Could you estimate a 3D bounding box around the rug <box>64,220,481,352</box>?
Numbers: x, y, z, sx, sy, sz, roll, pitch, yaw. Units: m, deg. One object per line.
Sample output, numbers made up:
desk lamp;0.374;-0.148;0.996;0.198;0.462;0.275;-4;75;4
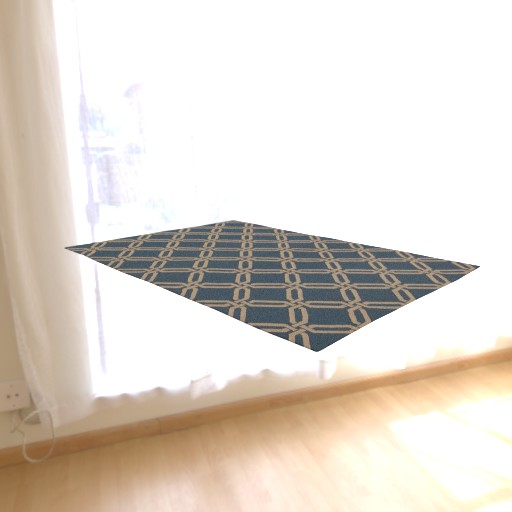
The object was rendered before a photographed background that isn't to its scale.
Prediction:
rug;0.000;0.000;2.734;1.524;0.013;2.135;-14;20;-43
